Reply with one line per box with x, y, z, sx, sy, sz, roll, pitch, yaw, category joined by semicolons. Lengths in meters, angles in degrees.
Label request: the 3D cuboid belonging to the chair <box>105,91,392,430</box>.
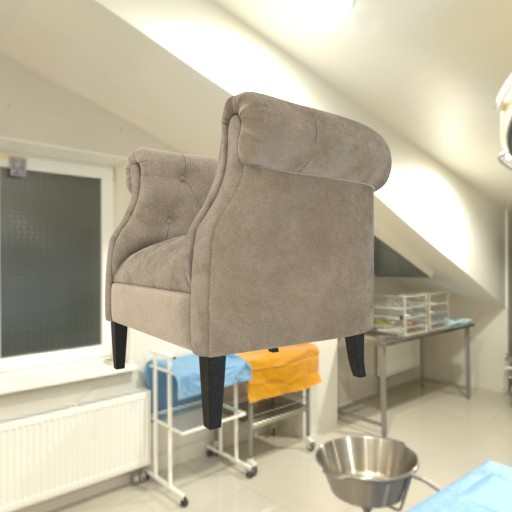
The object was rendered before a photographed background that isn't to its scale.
0.000;0.000;1.566;0.851;0.826;0.904;0;0;-35;chair
